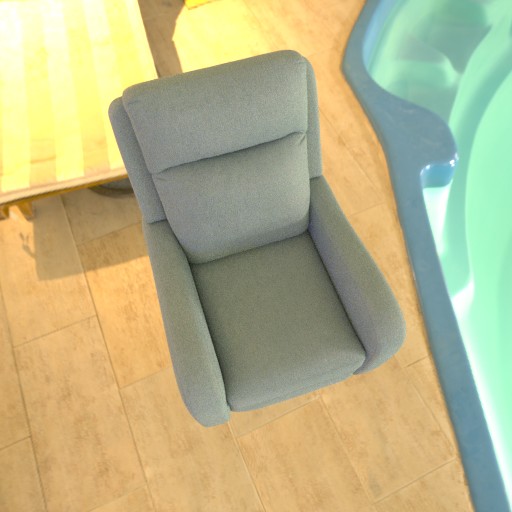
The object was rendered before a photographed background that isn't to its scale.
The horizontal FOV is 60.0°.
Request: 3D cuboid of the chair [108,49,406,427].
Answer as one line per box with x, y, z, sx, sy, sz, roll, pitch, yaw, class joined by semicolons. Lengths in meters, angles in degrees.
0.000;0.000;1.671;0.785;1.067;0.988;-17;64;-8;chair
